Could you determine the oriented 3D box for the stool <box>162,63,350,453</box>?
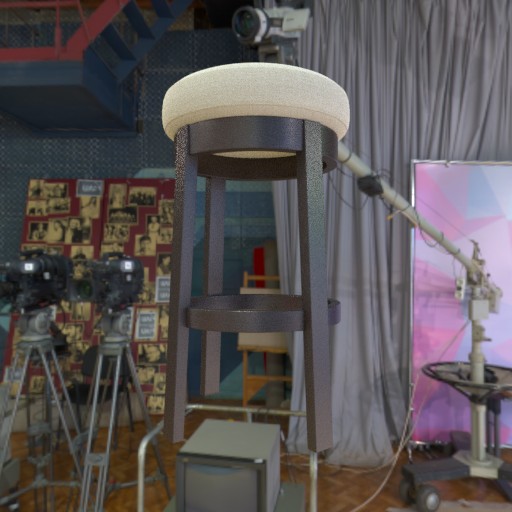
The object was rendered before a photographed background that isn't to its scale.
[{"bbox_3d":[0.000,0.000,1.033,0.446,0.758,0.446,0,0,0],"label":"stool"}]
